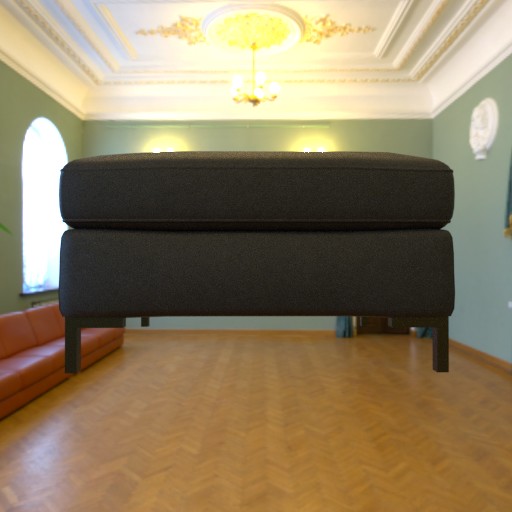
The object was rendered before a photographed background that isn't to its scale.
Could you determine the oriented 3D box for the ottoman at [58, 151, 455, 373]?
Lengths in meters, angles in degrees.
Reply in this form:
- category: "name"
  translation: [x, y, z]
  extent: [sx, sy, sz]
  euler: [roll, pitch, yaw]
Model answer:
- category: "ottoman"
  translation: [0.000, 0.000, 1.777]
  extent: [1.187, 0.696, 0.967]
  euler: [0, 0, -1]
